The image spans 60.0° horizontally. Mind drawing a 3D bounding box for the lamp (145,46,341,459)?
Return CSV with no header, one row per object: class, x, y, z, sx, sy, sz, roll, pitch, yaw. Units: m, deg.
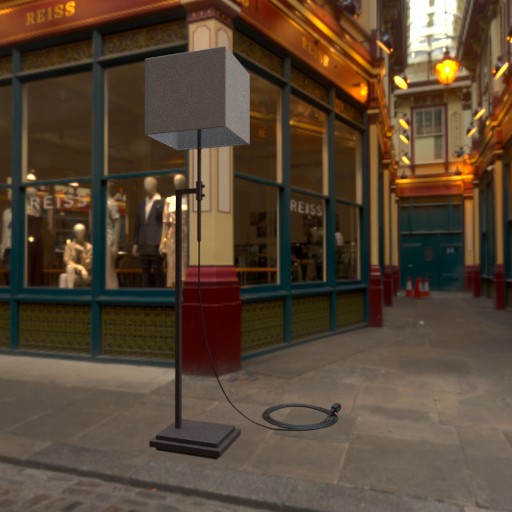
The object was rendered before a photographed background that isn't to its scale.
lamp,0.000,0.000,2.056,0.698,1.600,0.774,0,0,18
